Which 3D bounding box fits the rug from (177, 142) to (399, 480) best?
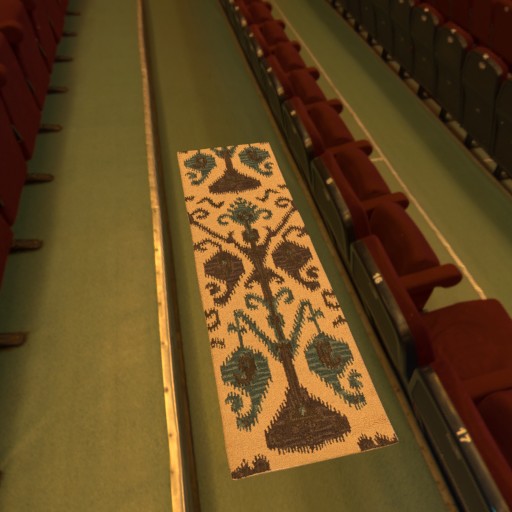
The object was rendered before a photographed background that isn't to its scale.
[{"bbox_3d":[0.000,0.000,2.522,0.692,0.017,2.301,-9,47,-8],"label":"rug"}]
